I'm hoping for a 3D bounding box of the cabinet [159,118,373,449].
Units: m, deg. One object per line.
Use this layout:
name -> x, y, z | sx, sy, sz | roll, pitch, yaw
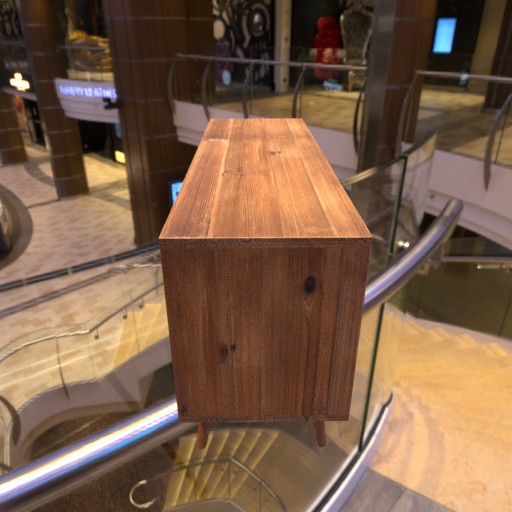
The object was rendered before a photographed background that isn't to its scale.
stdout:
cabinet -> 0.000, 0.000, 1.733 | 0.472, 0.800, 1.400 | 0, 27, -1
